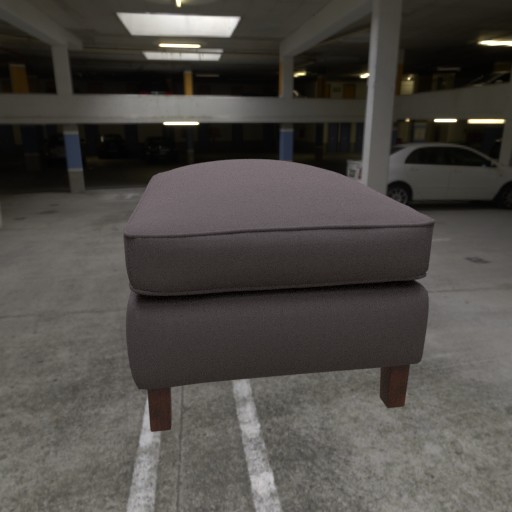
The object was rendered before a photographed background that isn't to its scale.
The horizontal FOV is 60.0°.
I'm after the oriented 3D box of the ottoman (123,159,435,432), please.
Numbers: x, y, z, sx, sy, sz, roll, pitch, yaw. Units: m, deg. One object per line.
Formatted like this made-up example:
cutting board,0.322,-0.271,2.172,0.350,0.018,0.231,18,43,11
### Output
ottoman,0.000,0.000,0.983,0.508,0.406,0.686,-3,17,-8
